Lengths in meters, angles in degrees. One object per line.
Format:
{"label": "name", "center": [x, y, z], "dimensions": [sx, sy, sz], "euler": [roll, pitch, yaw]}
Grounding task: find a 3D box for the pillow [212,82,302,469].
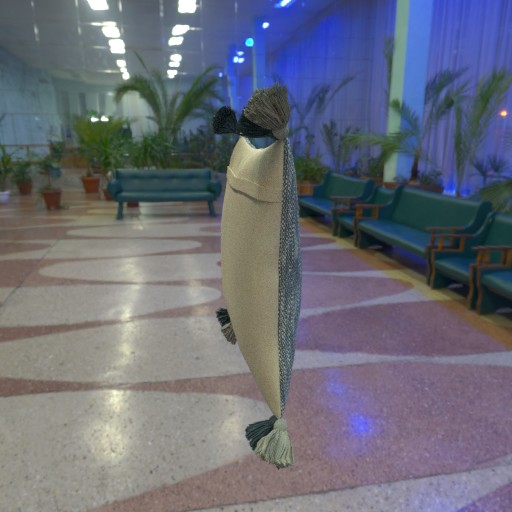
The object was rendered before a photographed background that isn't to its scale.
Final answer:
{"label": "pillow", "center": [0.000, 0.000, 0.922], "dimensions": [0.138, 0.634, 0.614], "euler": [-3, 16, -10]}
